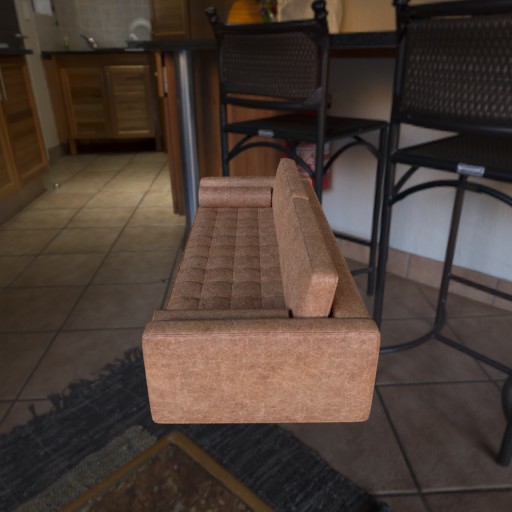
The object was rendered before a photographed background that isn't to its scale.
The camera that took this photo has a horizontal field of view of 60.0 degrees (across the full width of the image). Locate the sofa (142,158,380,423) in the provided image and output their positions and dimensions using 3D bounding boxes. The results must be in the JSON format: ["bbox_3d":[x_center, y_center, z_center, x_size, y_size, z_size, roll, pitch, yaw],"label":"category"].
[{"bbox_3d":[0.000,0.000,2.691,0.919,0.770,2.200,0,25,-1],"label":"sofa"}]
